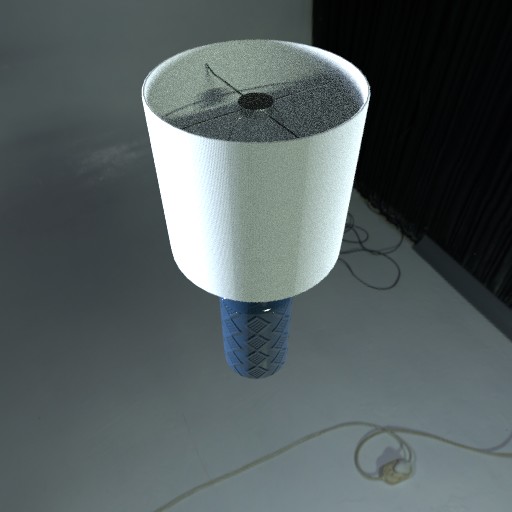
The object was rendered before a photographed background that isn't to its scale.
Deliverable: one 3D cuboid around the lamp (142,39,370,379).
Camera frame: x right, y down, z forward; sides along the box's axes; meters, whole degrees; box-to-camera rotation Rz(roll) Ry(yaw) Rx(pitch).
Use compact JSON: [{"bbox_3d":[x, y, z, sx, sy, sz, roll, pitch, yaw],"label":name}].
[{"bbox_3d":[0.000,0.000,0.573,0.207,0.461,0.207,-25,51,-22],"label":"lamp"}]
